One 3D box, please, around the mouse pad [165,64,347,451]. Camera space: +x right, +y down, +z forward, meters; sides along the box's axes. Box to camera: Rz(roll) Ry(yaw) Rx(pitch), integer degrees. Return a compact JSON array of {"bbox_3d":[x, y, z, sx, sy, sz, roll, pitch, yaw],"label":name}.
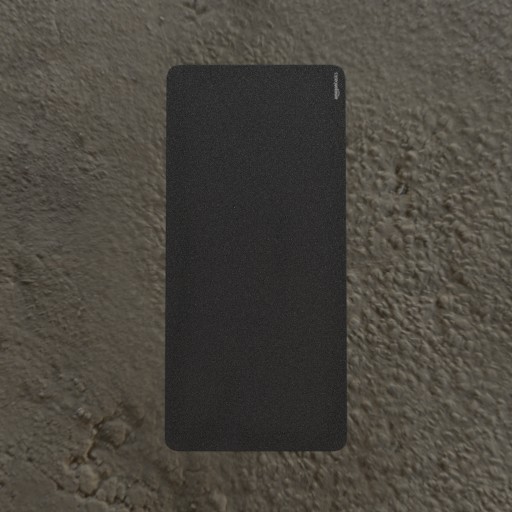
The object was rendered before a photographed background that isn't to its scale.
[{"bbox_3d":[0.000,0.000,1.040,0.424,0.003,0.907,0,89,0],"label":"mouse pad"}]
